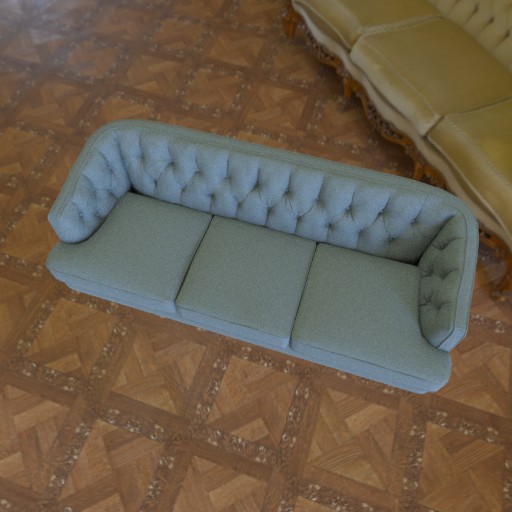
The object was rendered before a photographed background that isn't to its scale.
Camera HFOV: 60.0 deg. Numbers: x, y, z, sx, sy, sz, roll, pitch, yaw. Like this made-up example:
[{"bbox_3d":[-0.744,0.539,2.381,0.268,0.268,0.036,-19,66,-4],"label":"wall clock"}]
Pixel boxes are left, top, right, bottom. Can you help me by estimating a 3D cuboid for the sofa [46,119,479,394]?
[{"bbox_3d":[0.000,0.000,2.597,2.278,0.855,0.941,15,60,9],"label":"sofa"}]
